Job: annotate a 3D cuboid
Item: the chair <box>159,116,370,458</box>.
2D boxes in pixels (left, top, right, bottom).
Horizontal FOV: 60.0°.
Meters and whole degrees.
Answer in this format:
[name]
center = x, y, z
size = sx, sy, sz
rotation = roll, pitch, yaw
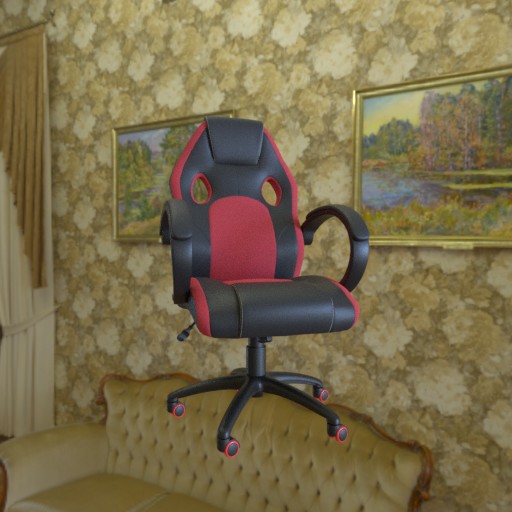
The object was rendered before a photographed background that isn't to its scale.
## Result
[chair]
center = 0.000, 0.000, 1.633
size = 0.673, 1.187, 0.724
rotation = 0, 1, -17
